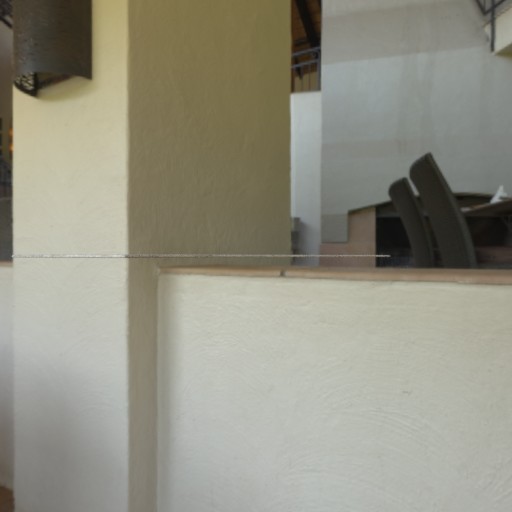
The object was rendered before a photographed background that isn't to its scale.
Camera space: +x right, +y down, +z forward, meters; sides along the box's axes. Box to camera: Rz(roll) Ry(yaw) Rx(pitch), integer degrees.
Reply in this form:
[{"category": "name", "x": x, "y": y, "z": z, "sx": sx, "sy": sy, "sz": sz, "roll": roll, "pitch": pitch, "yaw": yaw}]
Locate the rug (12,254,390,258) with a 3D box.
[{"category": "rug", "x": 0.000, "y": 0.000, "z": 2.609, "sx": 0.750, "sy": 0.011, "sz": 2.435, "roll": 0, "pitch": 0, "yaw": 36}]
